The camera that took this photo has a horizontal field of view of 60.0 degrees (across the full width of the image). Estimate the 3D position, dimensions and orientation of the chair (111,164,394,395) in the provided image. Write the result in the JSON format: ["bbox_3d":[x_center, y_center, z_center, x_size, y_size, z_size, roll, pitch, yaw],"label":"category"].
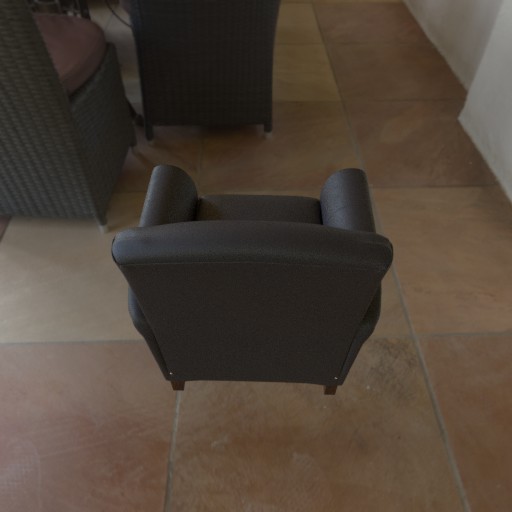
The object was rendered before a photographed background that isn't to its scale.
[{"bbox_3d":[0.000,0.000,1.777,0.978,1.061,0.902,1,48,1],"label":"chair"}]
